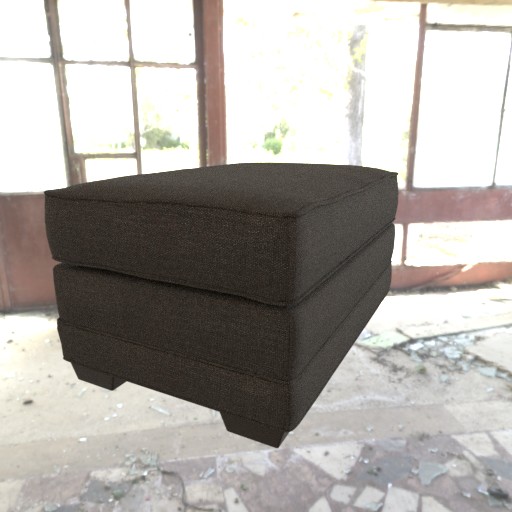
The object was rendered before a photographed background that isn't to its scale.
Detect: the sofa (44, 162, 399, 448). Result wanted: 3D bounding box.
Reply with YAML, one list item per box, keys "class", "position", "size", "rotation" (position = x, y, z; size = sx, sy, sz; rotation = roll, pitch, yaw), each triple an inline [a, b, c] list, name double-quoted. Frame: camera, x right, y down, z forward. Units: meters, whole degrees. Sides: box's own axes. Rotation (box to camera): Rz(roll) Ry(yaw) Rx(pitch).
- class: "sofa"
  position: [0.000, 0.000, 1.177]
  size: [0.578, 0.457, 0.854]
  rotation: [8, 17, 26]
